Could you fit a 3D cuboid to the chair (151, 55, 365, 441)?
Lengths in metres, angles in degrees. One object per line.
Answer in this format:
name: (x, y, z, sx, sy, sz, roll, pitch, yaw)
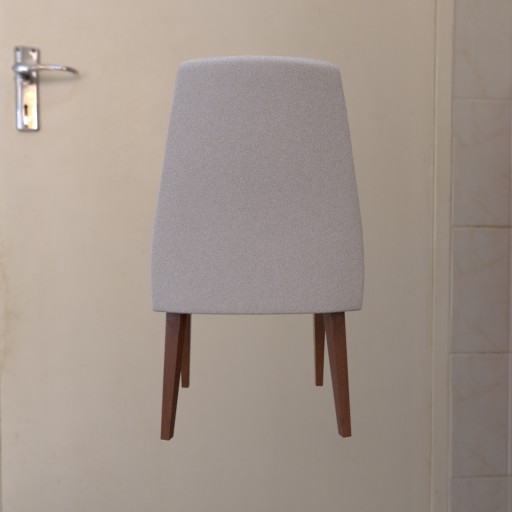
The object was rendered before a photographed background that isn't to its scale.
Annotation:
chair: (0.000, 0.000, 1.201, 0.529, 0.861, 0.544, 0, 2, -2)
